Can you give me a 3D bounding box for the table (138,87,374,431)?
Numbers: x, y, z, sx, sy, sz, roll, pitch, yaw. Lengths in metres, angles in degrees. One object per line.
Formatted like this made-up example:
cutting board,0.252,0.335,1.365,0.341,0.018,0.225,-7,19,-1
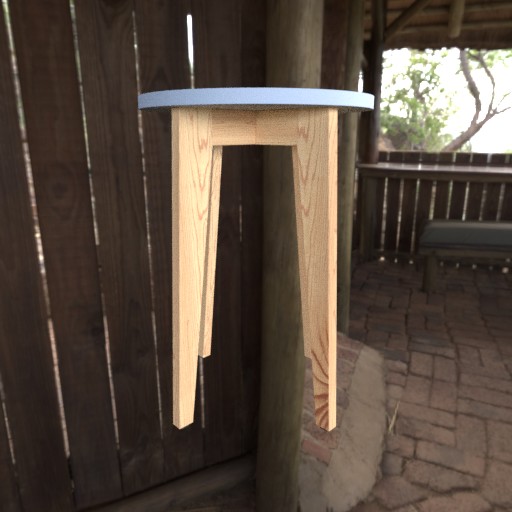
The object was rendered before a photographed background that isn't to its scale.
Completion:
table,0.000,0.000,0.745,0.350,0.500,0.350,0,16,0
